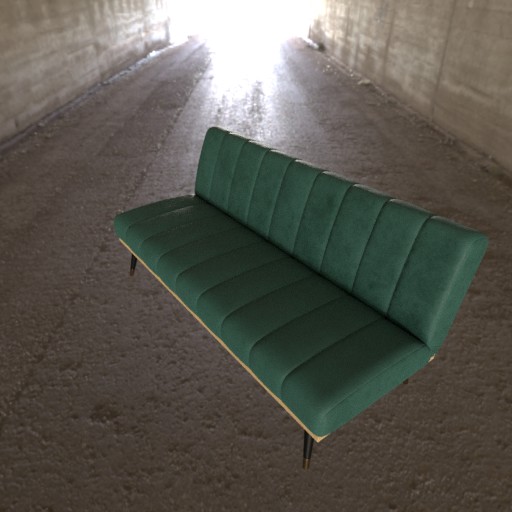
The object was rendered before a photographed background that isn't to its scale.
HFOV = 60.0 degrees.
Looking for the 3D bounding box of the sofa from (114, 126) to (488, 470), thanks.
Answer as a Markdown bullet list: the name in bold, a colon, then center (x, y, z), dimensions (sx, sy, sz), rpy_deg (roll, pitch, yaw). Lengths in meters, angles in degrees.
- **sofa**: center (0.000, 0.000, 2.238), dimensions (0.830, 0.820, 1.810), rpy_deg (-21, 38, -31)
